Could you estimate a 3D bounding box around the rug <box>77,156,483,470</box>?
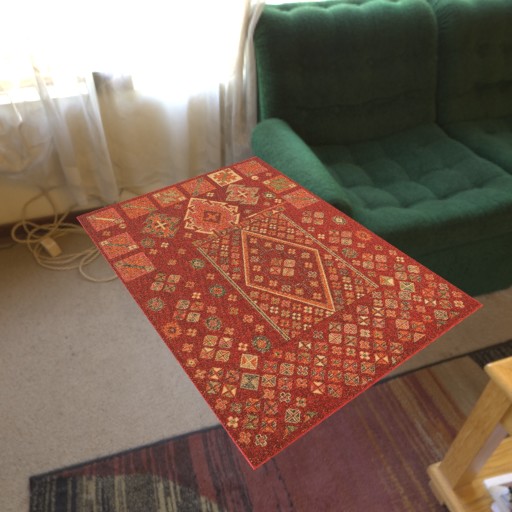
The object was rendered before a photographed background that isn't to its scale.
[{"bbox_3d":[0.000,0.000,4.273,2.389,0.011,3.306,-25,46,-26],"label":"rug"}]
